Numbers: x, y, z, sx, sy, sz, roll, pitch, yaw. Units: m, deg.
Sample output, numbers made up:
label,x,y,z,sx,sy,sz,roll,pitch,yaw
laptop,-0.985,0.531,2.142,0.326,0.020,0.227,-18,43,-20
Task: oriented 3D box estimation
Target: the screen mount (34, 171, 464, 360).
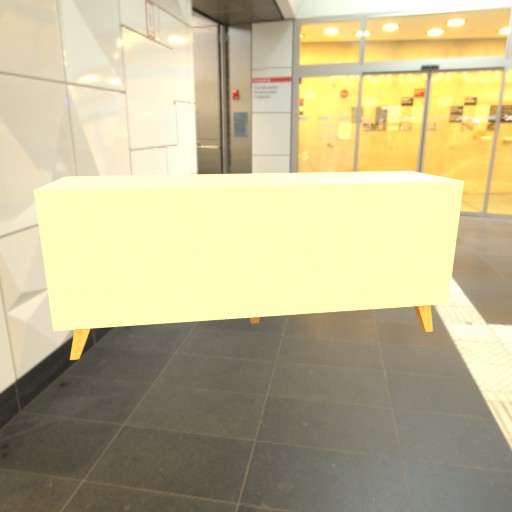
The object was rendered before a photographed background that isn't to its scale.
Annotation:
label,x,y,z,sx,sy,sz,roll,pitch,yaw
screen mount,0.000,0.000,1.795,1.490,0.619,0.400,-3,16,-9
